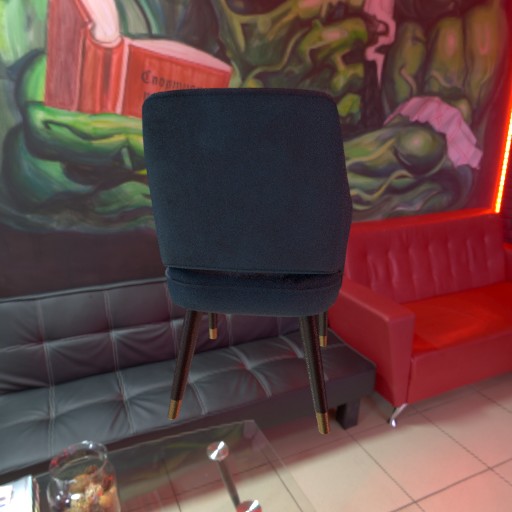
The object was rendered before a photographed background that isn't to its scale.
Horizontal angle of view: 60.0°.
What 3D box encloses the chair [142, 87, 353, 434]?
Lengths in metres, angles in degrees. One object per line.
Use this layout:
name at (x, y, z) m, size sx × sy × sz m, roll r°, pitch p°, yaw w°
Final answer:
chair at (0.000, 0.000, 1.587) m, size 0.683 × 1.081 × 0.794 m, roll 2°, pitch 17°, yaw 8°
